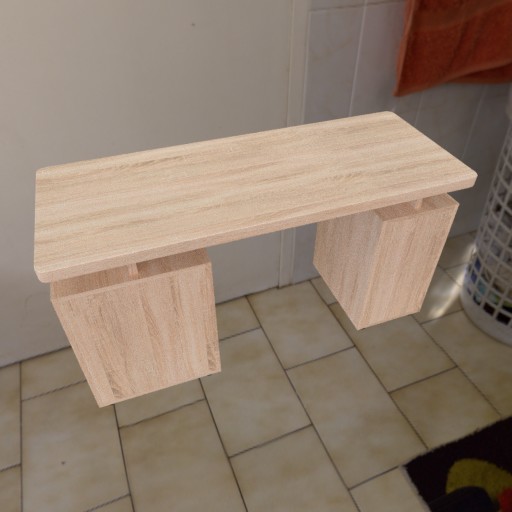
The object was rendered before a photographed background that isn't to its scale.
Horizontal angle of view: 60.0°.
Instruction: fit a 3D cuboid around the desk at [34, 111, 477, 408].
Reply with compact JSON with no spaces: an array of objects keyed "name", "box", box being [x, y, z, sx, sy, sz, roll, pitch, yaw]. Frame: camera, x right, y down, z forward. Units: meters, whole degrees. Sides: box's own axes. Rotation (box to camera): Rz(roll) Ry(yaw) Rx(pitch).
[{"name":"desk","box":[0.000,0.000,1.750,1.400,0.760,0.550,-13,44,-15]}]
